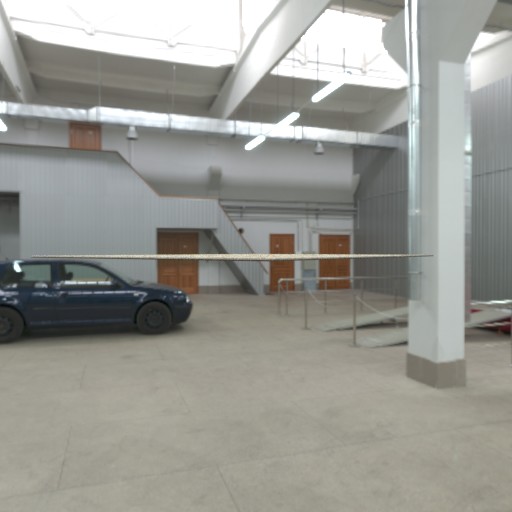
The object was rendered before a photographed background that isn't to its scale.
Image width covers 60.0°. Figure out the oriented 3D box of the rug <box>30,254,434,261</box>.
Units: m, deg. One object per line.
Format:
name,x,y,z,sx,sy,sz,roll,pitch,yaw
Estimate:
rug,0.000,0.000,4.200,2.441,0.016,3.050,0,1,36
